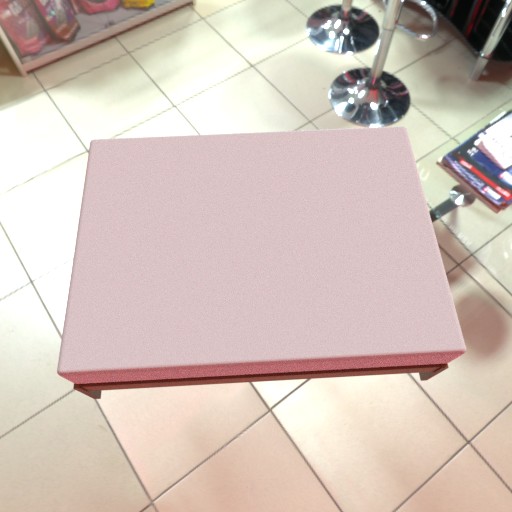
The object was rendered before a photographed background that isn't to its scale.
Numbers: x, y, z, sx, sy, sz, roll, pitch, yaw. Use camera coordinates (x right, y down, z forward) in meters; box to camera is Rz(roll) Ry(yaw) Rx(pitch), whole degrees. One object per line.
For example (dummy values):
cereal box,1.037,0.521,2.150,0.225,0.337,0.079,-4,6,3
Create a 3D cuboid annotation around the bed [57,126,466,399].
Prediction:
bed,0.000,0.000,2.782,2.050,0.593,1.529,-3,63,-1
